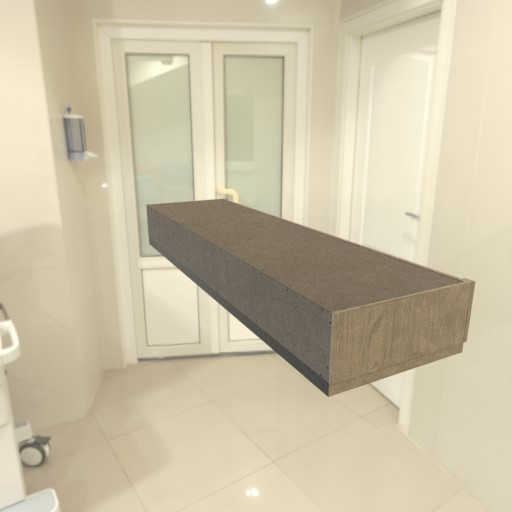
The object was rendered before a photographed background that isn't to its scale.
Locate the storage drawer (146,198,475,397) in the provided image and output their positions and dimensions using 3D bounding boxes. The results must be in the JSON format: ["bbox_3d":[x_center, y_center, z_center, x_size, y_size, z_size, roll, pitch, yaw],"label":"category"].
[{"bbox_3d":[0.000,0.000,2.288,0.591,0.274,2.072,-8,18,-27],"label":"storage drawer"}]
